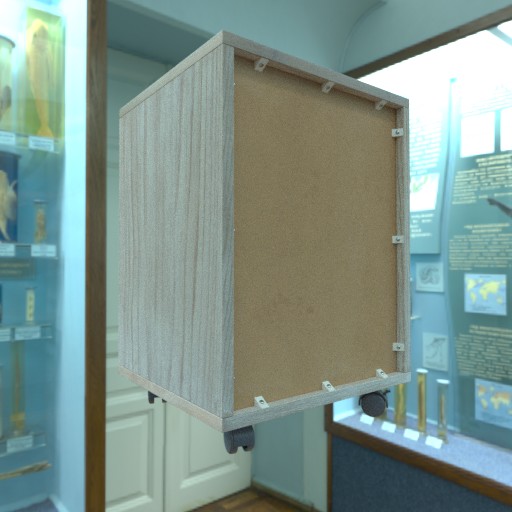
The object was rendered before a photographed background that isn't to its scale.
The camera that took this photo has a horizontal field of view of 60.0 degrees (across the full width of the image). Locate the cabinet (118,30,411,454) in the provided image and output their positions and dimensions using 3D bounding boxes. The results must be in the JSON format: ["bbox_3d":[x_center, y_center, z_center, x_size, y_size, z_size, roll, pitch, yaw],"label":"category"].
[{"bbox_3d":[0.000,0.000,0.852,0.409,0.579,0.401,1,-1,-37],"label":"cabinet"}]
